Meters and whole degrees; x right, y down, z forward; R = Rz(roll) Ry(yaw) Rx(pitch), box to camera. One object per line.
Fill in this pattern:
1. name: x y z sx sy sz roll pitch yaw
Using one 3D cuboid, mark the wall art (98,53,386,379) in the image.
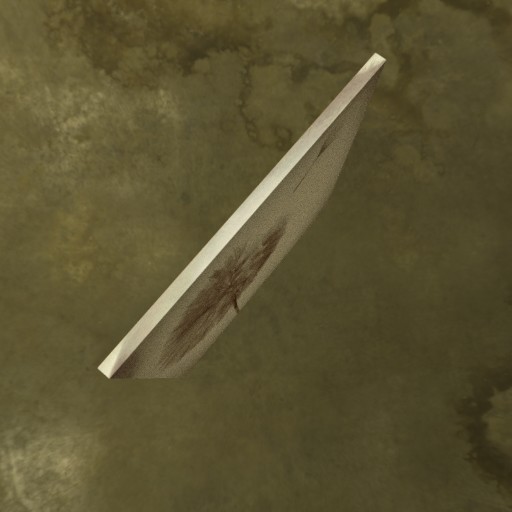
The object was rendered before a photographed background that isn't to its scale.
1. wall art: 0.000 0.000 1.144 0.027 0.762 0.762 38 78 10
